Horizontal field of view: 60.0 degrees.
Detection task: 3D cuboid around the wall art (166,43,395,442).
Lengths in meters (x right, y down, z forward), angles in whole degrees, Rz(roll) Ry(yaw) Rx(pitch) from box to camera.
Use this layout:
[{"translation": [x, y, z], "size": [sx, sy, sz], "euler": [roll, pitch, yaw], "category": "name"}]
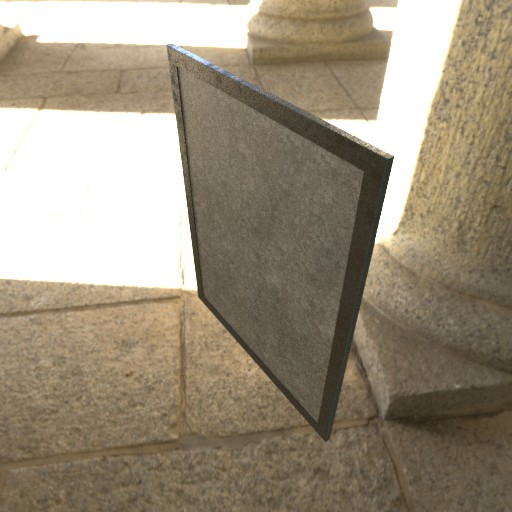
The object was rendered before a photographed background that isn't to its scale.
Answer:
[{"translation": [0.000, 0.000, 1.287], "size": [0.030, 0.983, 0.767], "euler": [-26, 48, -26], "category": "wall art"}]
